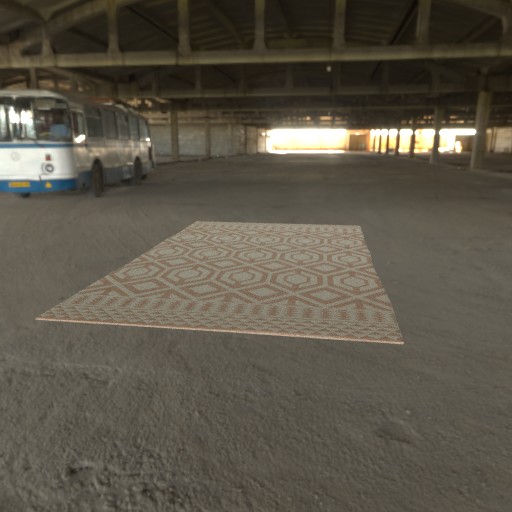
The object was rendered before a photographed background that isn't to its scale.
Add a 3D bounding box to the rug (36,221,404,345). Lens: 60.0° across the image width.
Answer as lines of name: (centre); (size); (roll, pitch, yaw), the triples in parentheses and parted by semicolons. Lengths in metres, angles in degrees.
rug: (0.000, 0.000, 2.937); (1.526, 0.011, 2.435); (2, 15, 9)
